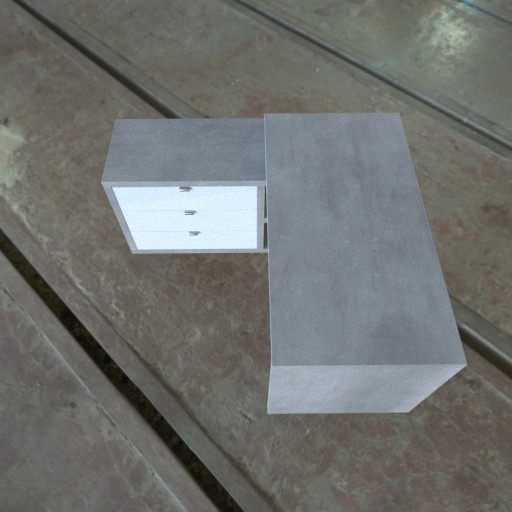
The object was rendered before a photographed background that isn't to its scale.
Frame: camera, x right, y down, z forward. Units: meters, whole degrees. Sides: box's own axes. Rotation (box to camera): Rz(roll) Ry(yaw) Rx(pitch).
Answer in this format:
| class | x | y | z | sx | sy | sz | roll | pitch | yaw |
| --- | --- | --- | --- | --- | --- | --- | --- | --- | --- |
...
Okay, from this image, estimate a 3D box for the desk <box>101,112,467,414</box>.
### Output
| class | x | y | z | sx | sy | sz | roll | pitch | yaw |
| --- | --- | --- | --- | --- | --- | --- | --- | --- | --- |
| desk | 0.000 | 0.000 | 2.269 | 1.500 | 0.740 | 1.400 | 0 | 58 | 0 |
